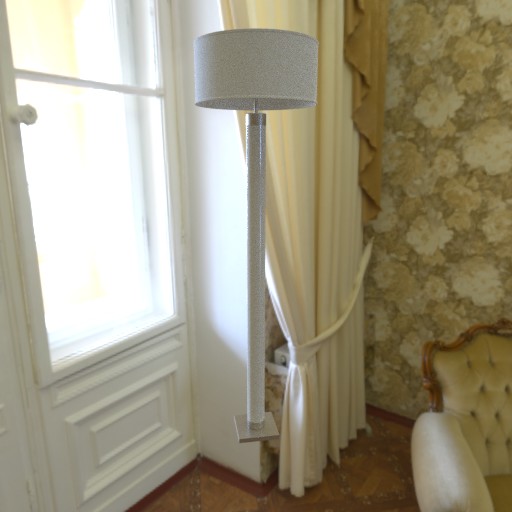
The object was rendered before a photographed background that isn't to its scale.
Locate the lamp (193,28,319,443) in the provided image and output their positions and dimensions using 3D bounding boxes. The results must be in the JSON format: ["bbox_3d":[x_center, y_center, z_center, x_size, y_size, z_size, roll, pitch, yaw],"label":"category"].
[{"bbox_3d":[0.000,0.000,1.658,0.420,1.475,0.420,-2,14,-10],"label":"lamp"}]
